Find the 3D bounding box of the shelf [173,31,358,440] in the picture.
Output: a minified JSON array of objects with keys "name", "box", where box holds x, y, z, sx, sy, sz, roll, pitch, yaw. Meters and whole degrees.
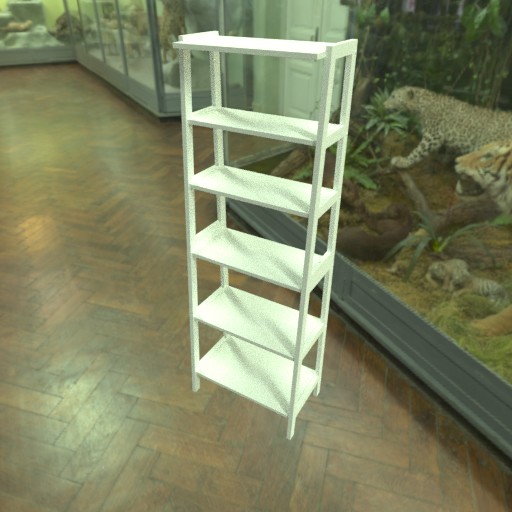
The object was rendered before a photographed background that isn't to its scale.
[{"name":"shelf","box":[0.000,0.000,2.143,0.660,1.892,0.381,17,36,26]}]
